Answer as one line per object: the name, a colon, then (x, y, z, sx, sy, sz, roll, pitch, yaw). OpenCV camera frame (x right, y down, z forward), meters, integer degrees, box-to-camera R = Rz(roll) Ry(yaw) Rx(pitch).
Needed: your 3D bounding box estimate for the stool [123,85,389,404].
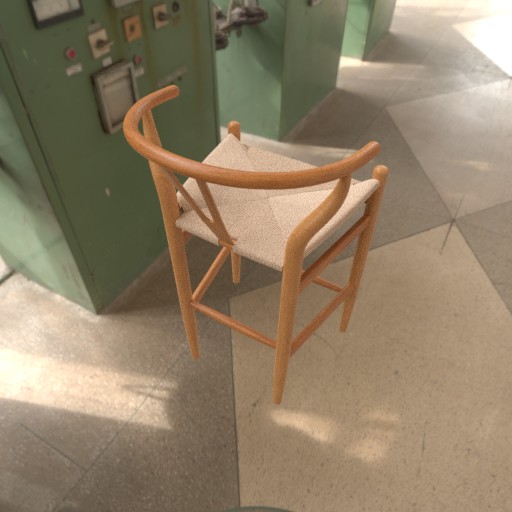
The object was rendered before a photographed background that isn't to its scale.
stool: (0.000, 0.000, 1.319, 0.569, 0.970, 0.579, 23, 49, 22)
